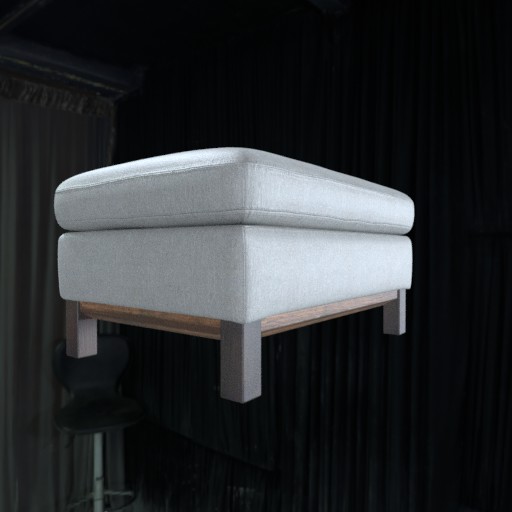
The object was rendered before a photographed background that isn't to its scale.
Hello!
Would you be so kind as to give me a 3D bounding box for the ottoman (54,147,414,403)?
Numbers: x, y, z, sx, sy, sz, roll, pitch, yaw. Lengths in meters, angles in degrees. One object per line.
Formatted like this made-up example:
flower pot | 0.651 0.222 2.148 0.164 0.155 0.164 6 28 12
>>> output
ottoman | 0.000 0.000 1.028 0.528 0.404 0.735 1 1 37
